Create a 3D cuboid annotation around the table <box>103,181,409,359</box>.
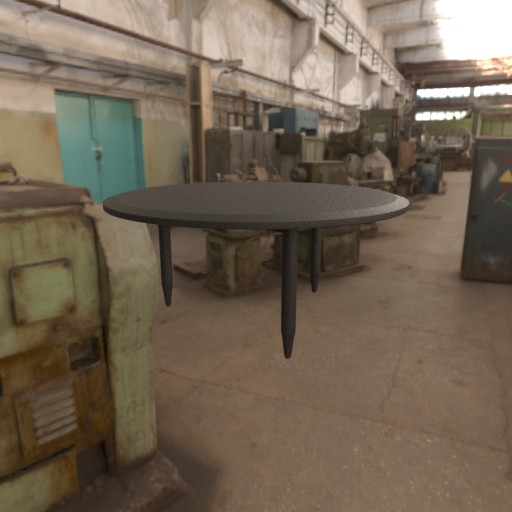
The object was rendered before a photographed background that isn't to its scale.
[{"bbox_3d":[0.000,0.000,1.418,0.900,0.400,0.900,0,14,0],"label":"table"}]
